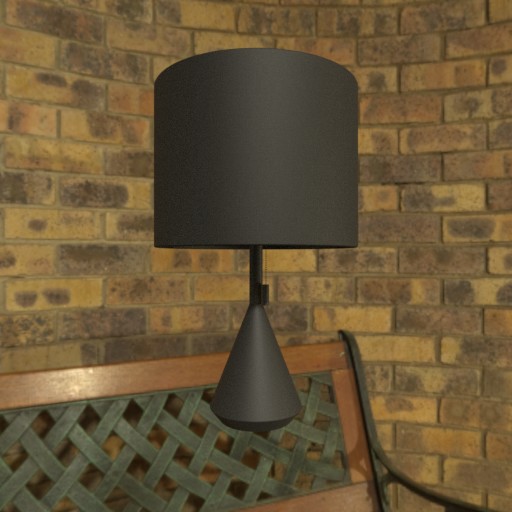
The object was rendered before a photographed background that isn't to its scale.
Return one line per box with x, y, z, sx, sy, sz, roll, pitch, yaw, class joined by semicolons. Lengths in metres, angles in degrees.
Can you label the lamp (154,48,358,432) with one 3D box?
0.000;0.000;0.799;0.359;0.584;0.359;0;0;38;lamp
